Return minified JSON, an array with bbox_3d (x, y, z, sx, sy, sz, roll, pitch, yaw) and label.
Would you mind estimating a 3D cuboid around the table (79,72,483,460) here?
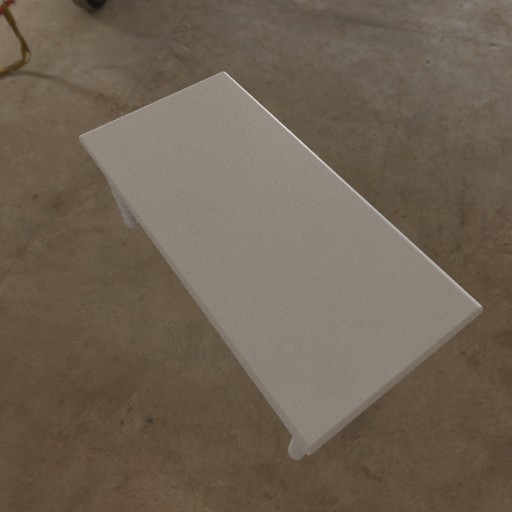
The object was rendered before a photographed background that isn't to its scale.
[{"bbox_3d":[0.000,0.000,1.475,0.580,0.487,1.171,-32,63,-18],"label":"table"}]
